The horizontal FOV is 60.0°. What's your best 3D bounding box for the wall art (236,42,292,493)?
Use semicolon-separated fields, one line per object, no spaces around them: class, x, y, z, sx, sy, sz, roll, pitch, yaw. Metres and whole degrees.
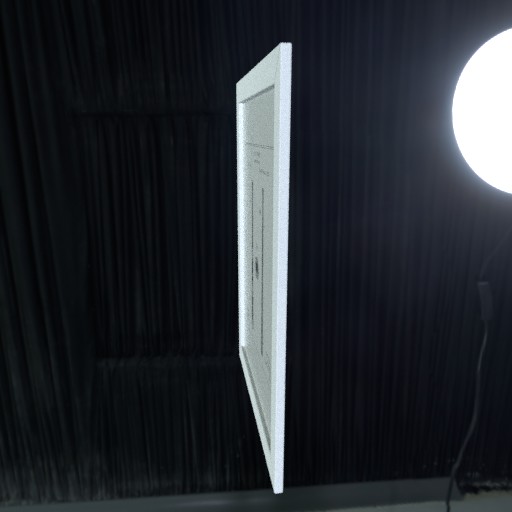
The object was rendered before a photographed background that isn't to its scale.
wall art;0.000;0.000;0.675;0.012;0.529;0.374;-2;16;-9
